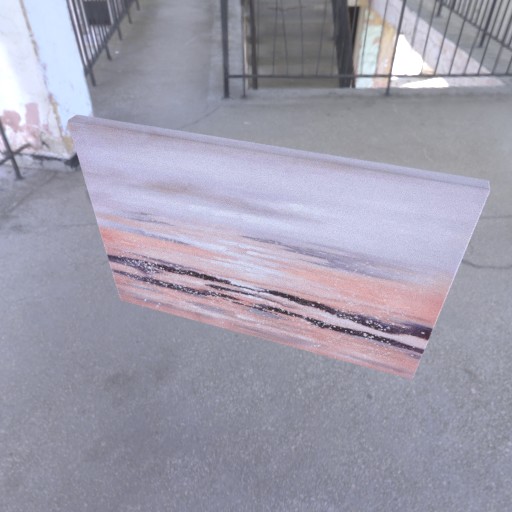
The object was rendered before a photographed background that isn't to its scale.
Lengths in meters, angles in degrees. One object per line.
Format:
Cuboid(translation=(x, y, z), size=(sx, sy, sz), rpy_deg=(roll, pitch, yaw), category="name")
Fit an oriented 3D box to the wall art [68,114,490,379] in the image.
Cuboid(translation=(0.000, 0.000, 1.130), size=(0.913, 0.609, 0.038), rpy_deg=(13, 43, 14), category="wall art")
